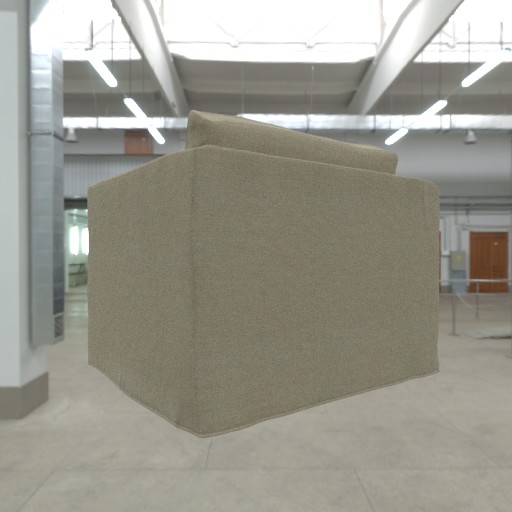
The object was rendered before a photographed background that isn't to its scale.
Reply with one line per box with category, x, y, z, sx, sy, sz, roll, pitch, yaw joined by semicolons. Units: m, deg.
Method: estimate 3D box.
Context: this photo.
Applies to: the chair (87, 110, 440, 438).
chair;0.000;0.000;1.712;1.057;0.863;0.949;-1;1;-36
